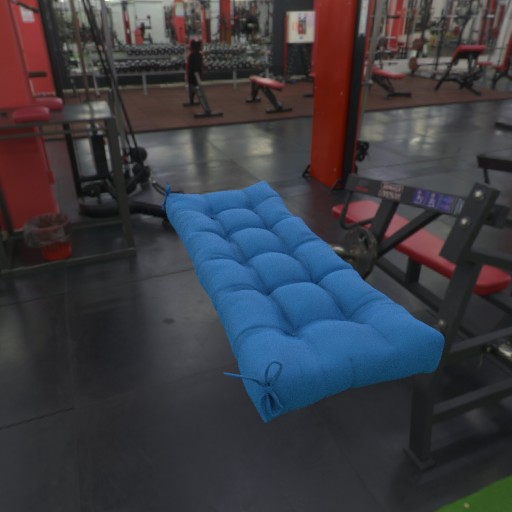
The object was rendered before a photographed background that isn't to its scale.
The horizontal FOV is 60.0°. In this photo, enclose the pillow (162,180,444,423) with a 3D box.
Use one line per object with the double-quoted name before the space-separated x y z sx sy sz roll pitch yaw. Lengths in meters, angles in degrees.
"pillow" 0.000 0.000 1.384 0.511 0.174 1.194 -10 30 -17
